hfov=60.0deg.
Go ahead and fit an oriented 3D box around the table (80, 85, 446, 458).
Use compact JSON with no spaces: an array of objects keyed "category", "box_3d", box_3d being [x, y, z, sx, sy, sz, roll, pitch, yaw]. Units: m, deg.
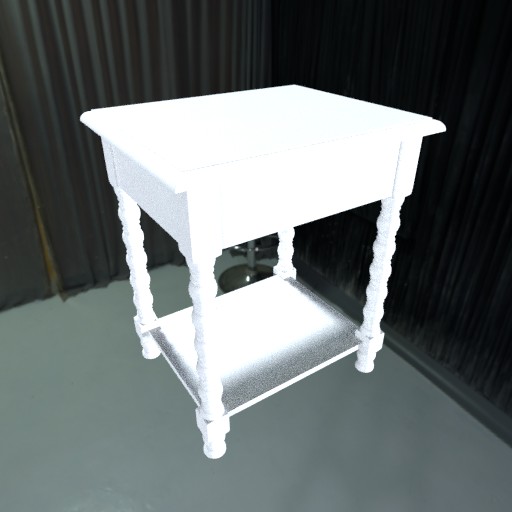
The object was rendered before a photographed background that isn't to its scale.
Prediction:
[{"category":"table","box_3d":[0.000,0.000,0.846,0.460,0.531,0.381,-19,35,-28]}]
